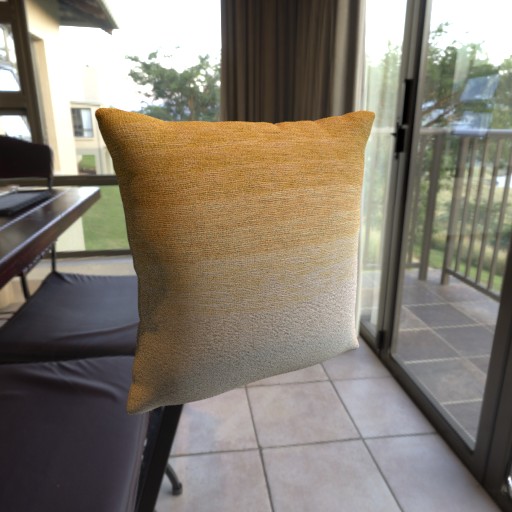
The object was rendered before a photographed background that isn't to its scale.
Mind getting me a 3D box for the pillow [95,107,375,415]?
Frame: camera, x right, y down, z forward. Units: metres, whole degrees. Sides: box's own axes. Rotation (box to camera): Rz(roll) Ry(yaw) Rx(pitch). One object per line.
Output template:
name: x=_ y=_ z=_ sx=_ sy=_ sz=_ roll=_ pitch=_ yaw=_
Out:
pillow: x=0.000 y=0.000 z=0.714 sx=0.450 sy=0.450 sz=0.211 roll=-9 pitch=20 yaw=-26
